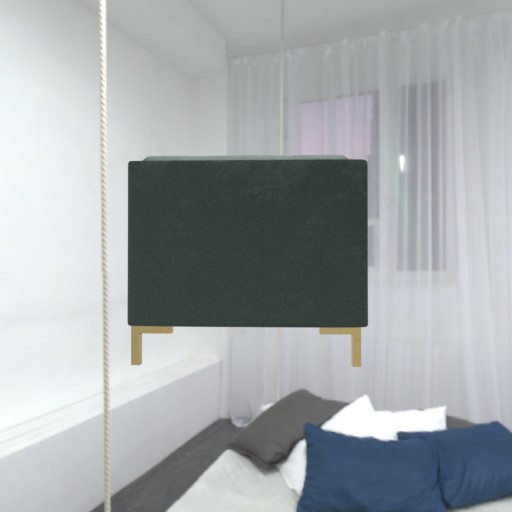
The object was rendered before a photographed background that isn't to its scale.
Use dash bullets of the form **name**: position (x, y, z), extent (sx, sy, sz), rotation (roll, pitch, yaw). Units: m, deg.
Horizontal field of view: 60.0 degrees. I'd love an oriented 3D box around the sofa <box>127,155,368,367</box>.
- **sofa**: position (0.000, 0.000, 2.437), extent (0.796, 0.705, 2.102), rotation (0, 0, 2)
